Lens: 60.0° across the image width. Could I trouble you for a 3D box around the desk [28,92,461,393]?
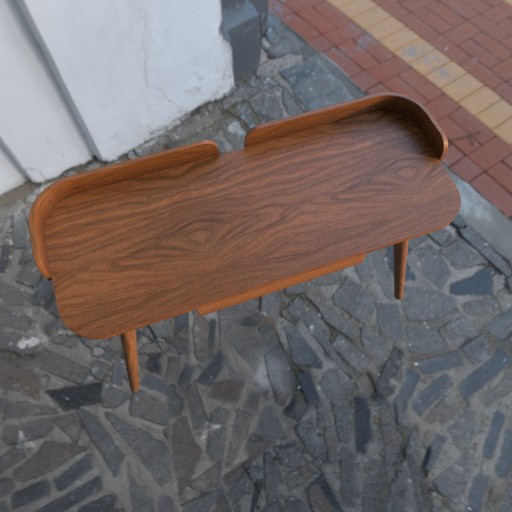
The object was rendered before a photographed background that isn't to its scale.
[{"bbox_3d":[0.000,0.000,1.632,1.256,0.800,0.486,-18,65,-8],"label":"desk"}]
